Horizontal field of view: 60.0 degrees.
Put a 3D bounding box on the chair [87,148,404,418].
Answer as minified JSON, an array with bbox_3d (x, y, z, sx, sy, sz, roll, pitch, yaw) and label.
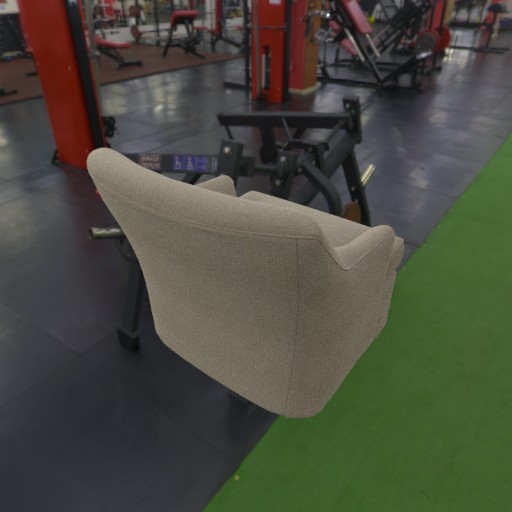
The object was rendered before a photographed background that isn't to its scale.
[{"bbox_3d":[0.000,0.000,1.612,0.864,0.856,0.923,23,38,32],"label":"chair"}]
